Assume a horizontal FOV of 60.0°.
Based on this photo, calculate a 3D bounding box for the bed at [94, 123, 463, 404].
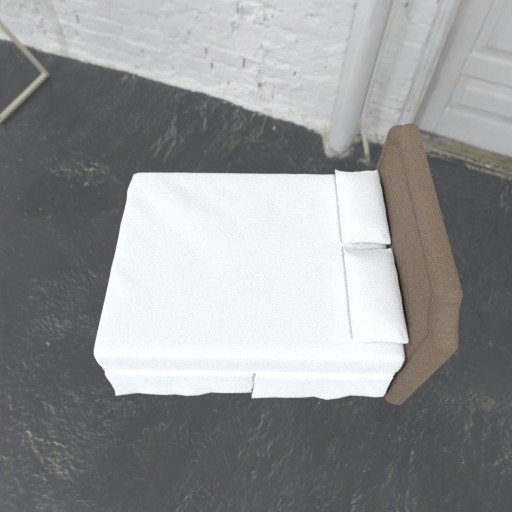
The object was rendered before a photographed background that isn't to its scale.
[{"bbox_3d":[0.000,0.000,3.092,2.116,1.290,1.693,1,57,0],"label":"bed"}]
